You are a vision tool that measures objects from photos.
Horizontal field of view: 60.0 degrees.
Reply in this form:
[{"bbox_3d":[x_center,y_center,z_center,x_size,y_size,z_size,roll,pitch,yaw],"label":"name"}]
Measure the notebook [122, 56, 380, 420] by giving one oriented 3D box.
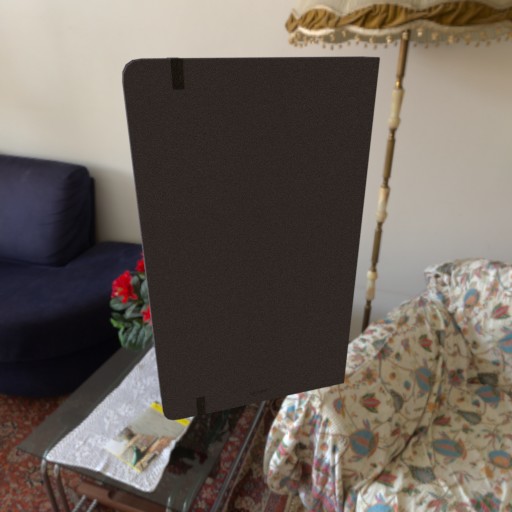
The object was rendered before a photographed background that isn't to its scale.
[{"bbox_3d":[0.000,0.000,0.260,0.127,0.213,0.016,-7,27,-15],"label":"notebook"}]
